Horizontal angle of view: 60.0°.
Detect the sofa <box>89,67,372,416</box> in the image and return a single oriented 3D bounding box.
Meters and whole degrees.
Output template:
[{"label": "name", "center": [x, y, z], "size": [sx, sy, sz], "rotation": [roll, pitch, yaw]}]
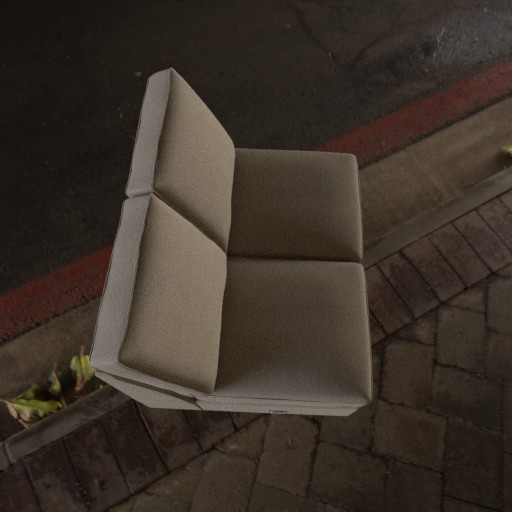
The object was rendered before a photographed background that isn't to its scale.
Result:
[{"label": "sofa", "center": [0.000, 0.000, 1.958], "size": [0.978, 1.006, 1.232], "rotation": [2, 64, 1]}]
